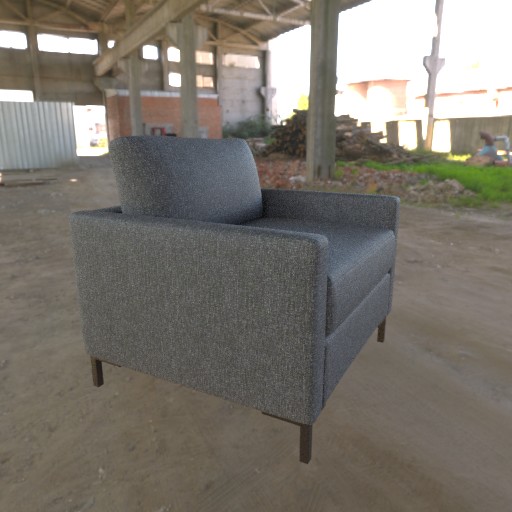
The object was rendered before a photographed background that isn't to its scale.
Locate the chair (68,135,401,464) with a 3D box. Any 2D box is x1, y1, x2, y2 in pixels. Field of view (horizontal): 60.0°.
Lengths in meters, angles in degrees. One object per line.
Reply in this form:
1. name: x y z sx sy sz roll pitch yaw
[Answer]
1. chair: 0.000 0.000 1.644 0.866 0.861 0.963 8 17 28
